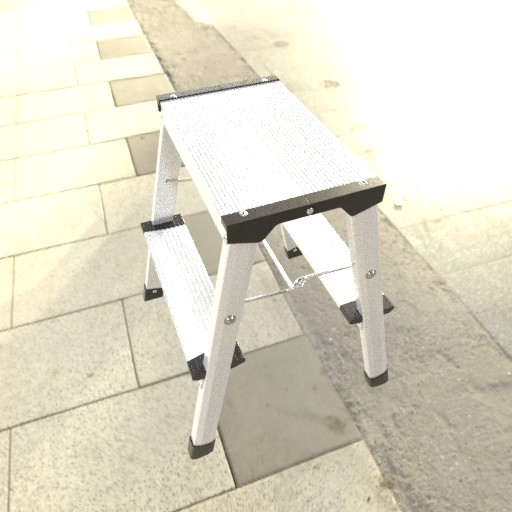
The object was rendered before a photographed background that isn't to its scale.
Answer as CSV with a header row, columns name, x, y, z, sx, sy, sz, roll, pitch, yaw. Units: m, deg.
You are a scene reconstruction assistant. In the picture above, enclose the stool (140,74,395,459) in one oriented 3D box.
name,x,y,z,sx,sy,sz,roll,pitch,yaw
stool,0.000,0.000,0.780,0.405,0.480,0.404,-16,48,-15
